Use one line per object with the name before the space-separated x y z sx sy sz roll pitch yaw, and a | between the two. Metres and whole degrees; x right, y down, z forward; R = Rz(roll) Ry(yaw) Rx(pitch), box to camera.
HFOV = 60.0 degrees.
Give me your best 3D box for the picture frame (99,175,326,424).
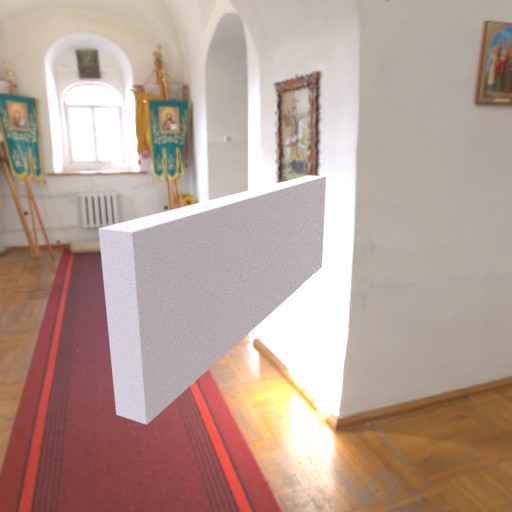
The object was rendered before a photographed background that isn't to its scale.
picture frame | 0.000 0.000 0.870 0.050 0.250 0.759 7 17 24
